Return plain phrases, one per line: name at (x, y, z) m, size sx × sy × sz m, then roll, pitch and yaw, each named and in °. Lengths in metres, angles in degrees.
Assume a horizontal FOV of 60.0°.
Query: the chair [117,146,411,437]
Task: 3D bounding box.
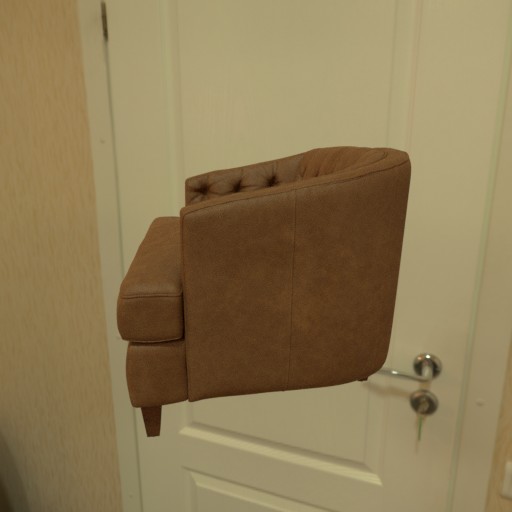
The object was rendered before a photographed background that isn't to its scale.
chair at (0.000, 0.000, 1.744) m, size 0.911 × 0.836 × 1.119 m, roll -2°, pitch 15°, yaw -8°
